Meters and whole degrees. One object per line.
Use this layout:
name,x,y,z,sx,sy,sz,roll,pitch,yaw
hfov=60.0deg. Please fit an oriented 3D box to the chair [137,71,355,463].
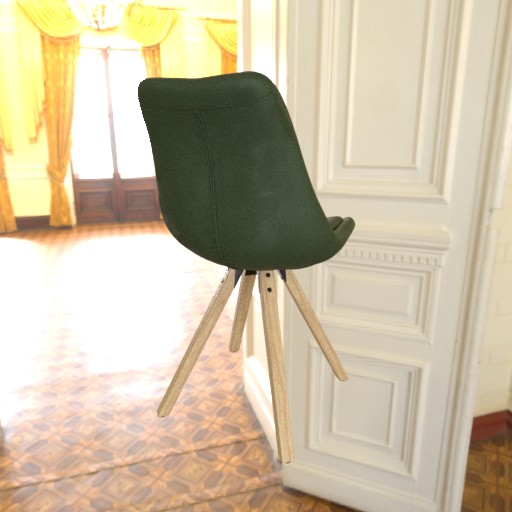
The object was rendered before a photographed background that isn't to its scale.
chair,0.000,0.000,1.199,0.483,0.865,0.547,8,18,27
